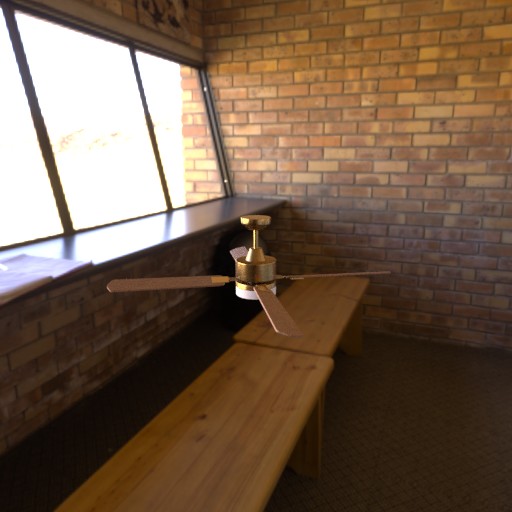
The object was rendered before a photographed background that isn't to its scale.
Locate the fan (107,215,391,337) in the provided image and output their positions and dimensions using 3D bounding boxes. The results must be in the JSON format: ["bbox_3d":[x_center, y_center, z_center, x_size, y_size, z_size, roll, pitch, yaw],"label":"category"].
[{"bbox_3d":[0.000,0.000,2.020,1.320,0.355,1.320,-2,14,-10],"label":"fan"}]
